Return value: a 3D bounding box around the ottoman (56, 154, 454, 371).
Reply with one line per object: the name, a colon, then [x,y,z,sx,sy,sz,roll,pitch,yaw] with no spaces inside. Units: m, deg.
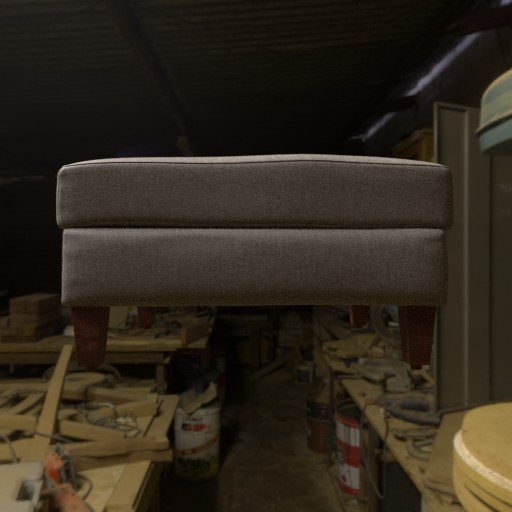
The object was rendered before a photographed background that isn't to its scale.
ottoman: [0.000,0.000,1.237,0.873,0.494,0.639,0,0,-1]
